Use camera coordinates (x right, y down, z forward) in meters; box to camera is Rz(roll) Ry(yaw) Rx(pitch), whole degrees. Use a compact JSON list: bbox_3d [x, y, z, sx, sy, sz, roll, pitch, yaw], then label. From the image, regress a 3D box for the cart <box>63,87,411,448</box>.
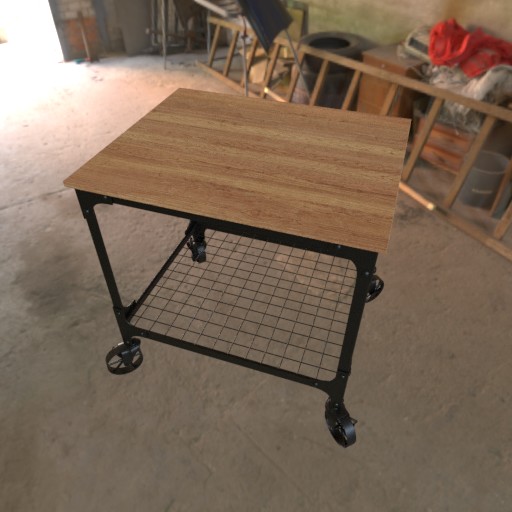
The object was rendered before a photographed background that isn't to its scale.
[{"bbox_3d":[0.000,0.000,1.116,0.666,0.603,0.558,13,43,14],"label":"cart"}]
